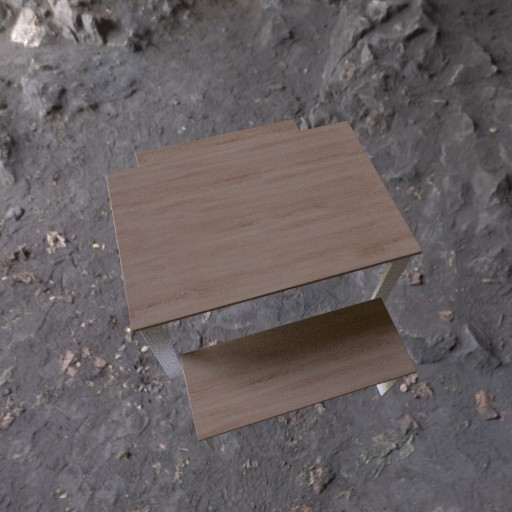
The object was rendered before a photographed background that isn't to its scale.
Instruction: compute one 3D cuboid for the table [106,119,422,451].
[{"bbox_3d":[0.000,0.000,2.069,1.100,0.700,1.443,-15,61,-8],"label":"table"}]
